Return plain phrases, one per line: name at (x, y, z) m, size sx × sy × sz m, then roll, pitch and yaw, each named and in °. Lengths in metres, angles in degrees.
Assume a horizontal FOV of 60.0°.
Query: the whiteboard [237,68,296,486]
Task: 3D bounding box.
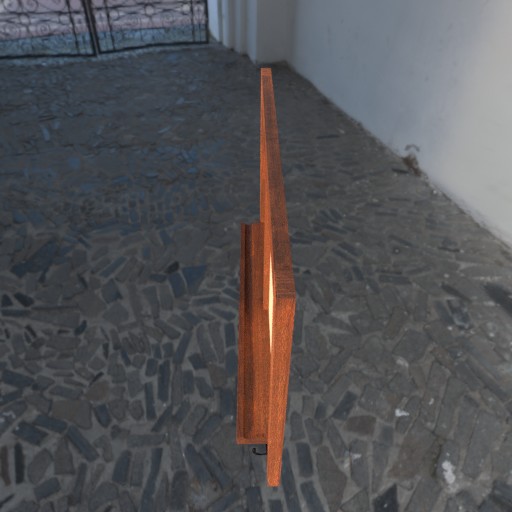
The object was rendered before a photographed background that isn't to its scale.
whiteboard at (0.000, 0.000, 0.989) m, size 0.083 × 0.553 × 0.768 m, roll -1°, pitch 42°, yaw -1°
